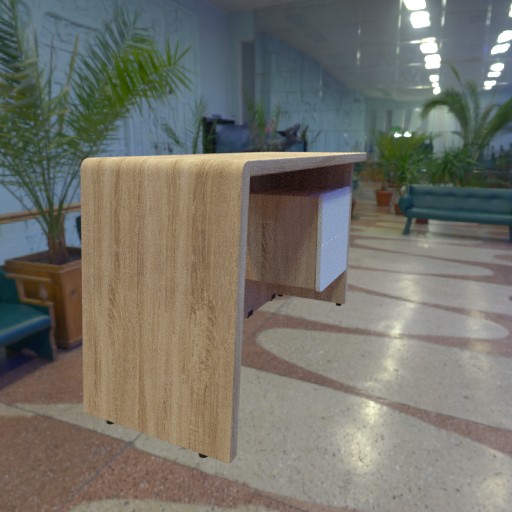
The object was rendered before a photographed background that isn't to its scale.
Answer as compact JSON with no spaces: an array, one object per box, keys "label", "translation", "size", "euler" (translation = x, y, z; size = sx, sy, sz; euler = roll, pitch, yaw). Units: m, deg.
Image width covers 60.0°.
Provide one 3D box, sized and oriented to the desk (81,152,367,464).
[{"label":"desk","translation":[0.000,0.000,1.685],"size":[0.500,0.750,1.300],"euler":[7,16,26]}]
